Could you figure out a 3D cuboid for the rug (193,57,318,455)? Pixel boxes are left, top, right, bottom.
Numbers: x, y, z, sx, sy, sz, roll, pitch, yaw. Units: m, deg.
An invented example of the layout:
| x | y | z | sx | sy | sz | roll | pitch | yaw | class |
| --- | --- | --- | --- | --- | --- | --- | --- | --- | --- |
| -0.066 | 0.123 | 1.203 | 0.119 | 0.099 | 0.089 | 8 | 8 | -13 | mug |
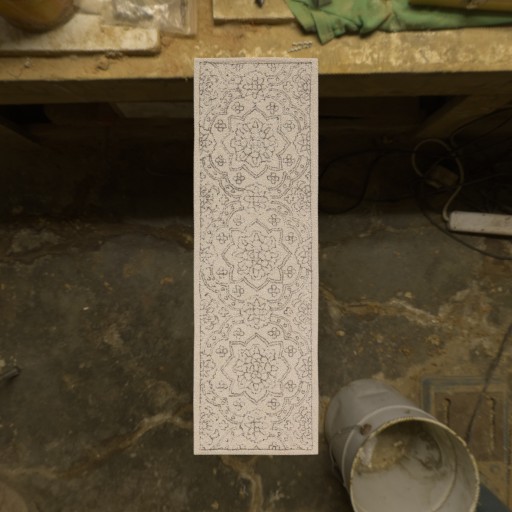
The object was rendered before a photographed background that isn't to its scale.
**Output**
| x | y | z | sx | sy | sz | roll | pitch | yaw | class |
| --- | --- | --- | --- | --- | --- | --- | --- | --- | --- |
| 0.000 | 0.000 | 2.730 | 0.769 | 0.012 | 2.448 | 0 | 90 | 0 | rug |
